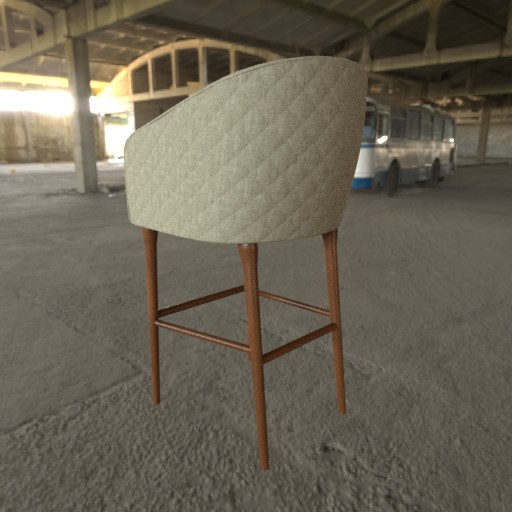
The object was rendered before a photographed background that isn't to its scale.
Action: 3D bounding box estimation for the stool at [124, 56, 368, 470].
[{"bbox_3d":[0.000,0.000,1.391,0.559,1.078,0.607,-14,20,-43],"label":"stool"}]
